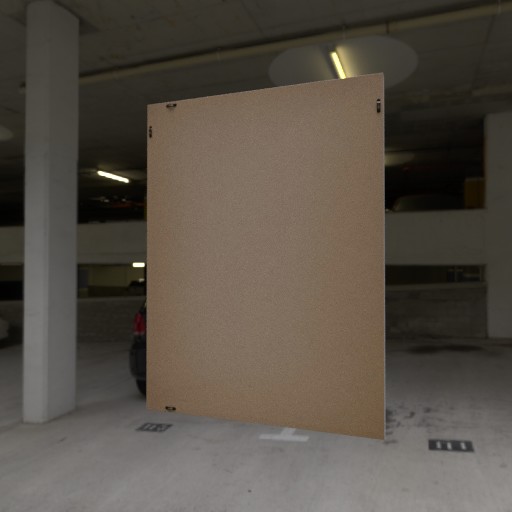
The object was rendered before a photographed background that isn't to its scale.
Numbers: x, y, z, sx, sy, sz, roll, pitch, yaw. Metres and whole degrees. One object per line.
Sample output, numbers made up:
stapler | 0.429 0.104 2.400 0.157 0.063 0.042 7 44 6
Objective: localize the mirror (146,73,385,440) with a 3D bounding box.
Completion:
mirror | 0.000 0.000 1.368 0.762 1.016 0.041 0 -1 20
